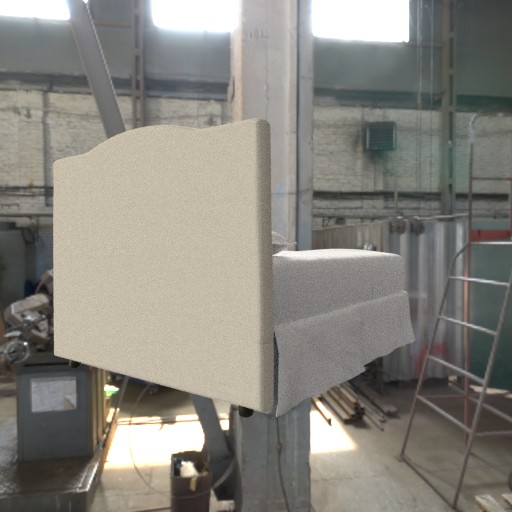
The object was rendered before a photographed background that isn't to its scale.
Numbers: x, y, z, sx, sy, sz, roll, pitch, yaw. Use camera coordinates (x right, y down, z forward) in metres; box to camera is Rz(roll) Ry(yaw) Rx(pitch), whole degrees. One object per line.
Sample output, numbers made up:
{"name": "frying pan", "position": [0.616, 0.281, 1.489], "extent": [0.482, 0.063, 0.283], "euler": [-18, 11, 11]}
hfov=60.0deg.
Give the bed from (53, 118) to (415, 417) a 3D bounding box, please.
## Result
{"name": "bed", "position": [0.000, 0.000, 3.302], "extent": [1.741, 1.449, 2.196], "euler": [1, 2, 36]}
